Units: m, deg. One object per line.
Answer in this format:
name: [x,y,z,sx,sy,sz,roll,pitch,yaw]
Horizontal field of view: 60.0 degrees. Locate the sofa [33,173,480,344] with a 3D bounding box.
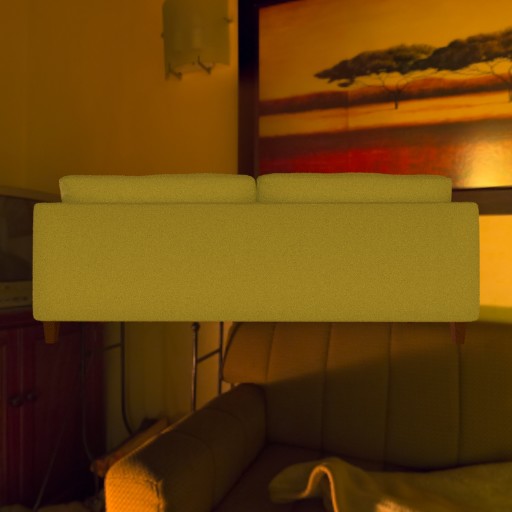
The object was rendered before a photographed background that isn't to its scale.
sofa: [0.000,0.000,2.841,2.434,0.965,0.948,0,-1,1]
